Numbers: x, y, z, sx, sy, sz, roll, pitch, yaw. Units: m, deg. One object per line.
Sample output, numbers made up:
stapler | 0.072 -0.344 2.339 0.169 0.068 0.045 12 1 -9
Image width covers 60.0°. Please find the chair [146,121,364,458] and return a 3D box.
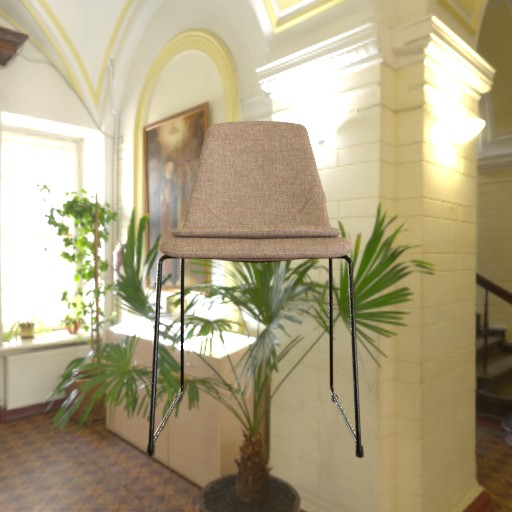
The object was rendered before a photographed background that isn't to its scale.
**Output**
chair | 0.000 0.000 1.169 0.479 0.858 0.518 0 0 1
